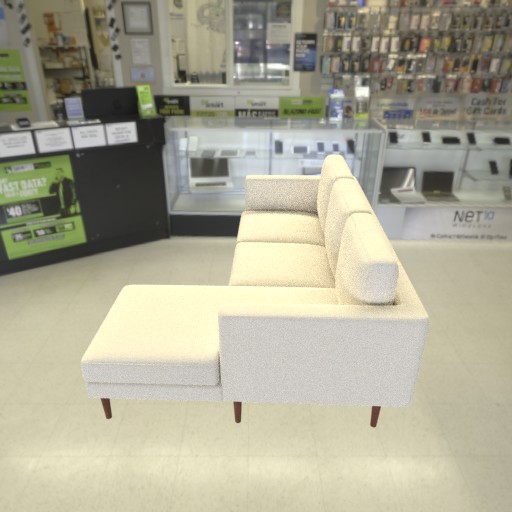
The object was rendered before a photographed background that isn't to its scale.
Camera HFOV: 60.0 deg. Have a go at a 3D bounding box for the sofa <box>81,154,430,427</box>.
[{"bbox_3d":[0.000,0.000,2.896,1.580,0.899,2.029,1,28,2],"label":"sofa"}]
